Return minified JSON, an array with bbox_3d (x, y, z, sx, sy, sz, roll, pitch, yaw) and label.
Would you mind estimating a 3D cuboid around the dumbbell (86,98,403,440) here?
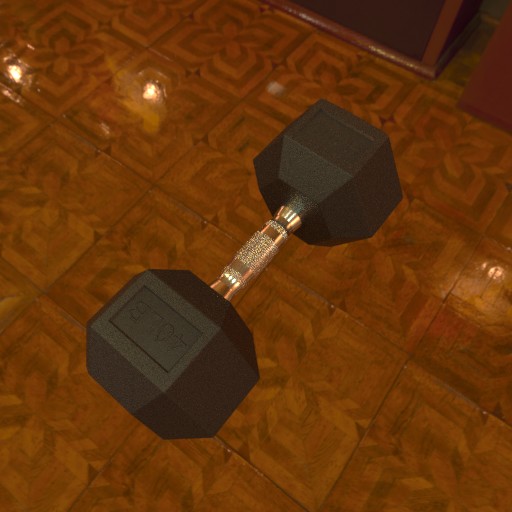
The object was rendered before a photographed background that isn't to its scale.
[{"bbox_3d":[0.000,0.000,0.443,0.157,0.137,0.361,36,69,16],"label":"dumbbell"}]
